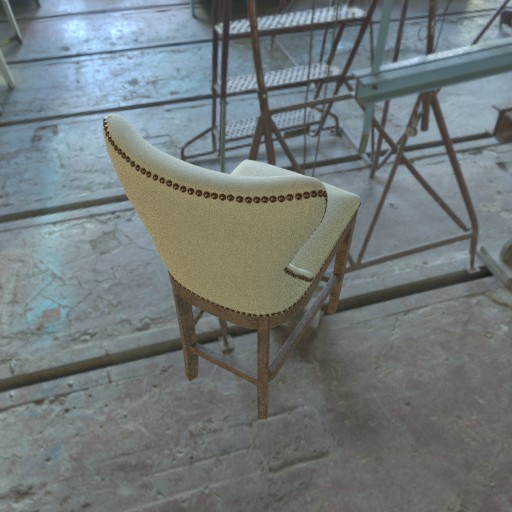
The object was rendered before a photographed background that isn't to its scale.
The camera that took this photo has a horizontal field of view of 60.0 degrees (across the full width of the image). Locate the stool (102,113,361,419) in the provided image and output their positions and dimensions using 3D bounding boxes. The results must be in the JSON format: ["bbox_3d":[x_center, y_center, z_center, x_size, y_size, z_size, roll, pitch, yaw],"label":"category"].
[{"bbox_3d":[0.000,0.000,1.295,0.498,0.981,0.608,22,51,19],"label":"stool"}]
